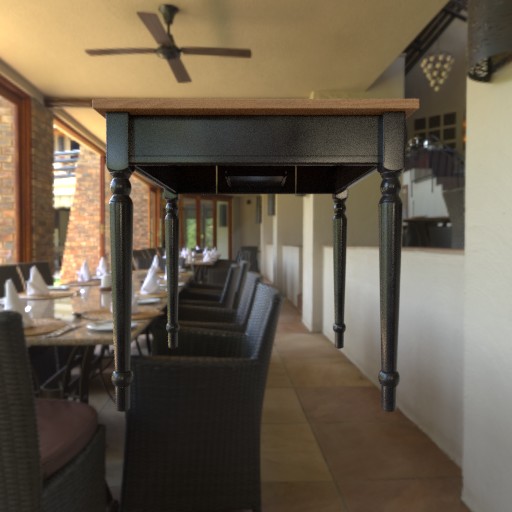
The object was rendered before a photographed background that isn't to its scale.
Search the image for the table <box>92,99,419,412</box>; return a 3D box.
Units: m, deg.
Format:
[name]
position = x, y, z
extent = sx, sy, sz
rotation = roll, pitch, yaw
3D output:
[table]
position = 0.000, 0.000, 1.394
extent = 0.747, 0.738, 0.747
rotation = 0, 2, 0
